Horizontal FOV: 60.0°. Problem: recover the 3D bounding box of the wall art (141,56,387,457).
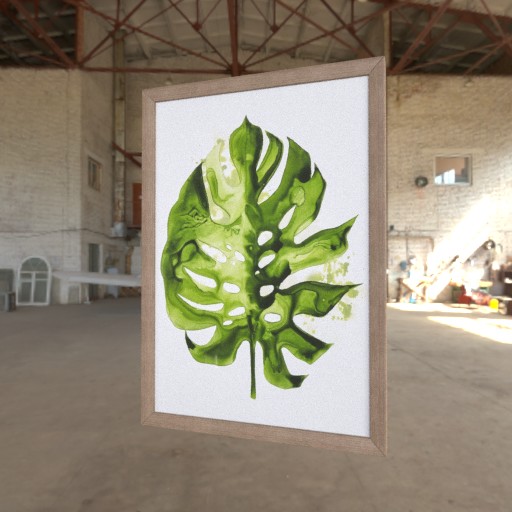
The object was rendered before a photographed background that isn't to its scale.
[{"bbox_3d":[0.000,0.000,0.631,0.356,0.509,0.031,0,-1,18],"label":"wall art"}]
